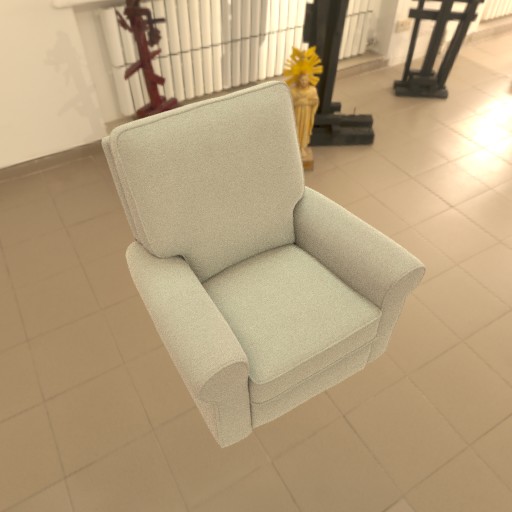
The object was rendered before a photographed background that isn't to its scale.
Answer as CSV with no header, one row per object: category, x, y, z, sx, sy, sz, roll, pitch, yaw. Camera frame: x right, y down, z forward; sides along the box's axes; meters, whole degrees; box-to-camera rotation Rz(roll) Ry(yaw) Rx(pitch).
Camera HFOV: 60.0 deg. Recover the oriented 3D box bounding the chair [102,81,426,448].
chair,0.000,0.000,1.651,0.890,0.960,0.878,-24,51,-21
